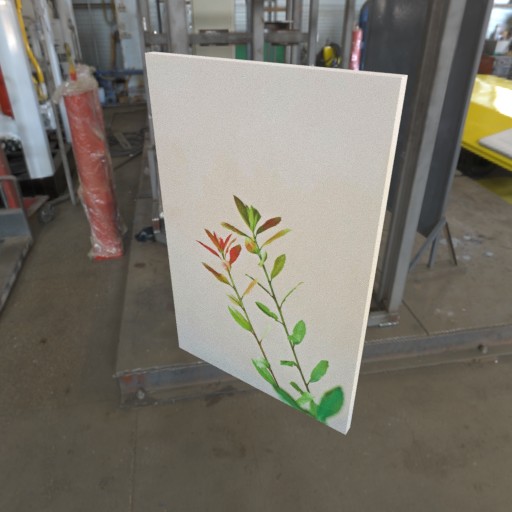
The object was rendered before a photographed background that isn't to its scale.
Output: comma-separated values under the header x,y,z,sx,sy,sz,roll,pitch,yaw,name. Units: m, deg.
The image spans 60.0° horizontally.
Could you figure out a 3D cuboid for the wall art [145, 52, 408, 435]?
x,y,z,sx,sy,sz,roll,pitch,yaw,name
0.000,0.000,1.416,0.764,1.143,0.038,19,36,29,wall art
